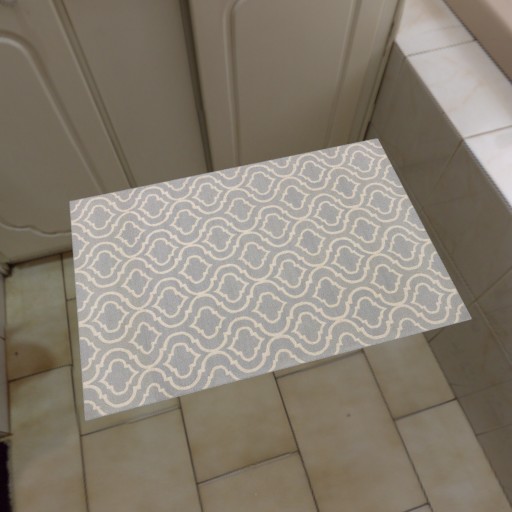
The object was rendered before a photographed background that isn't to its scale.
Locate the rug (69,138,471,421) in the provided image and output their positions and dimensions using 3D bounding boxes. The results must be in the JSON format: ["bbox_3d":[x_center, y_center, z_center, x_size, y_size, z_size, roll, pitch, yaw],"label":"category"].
[{"bbox_3d":[0.000,0.000,2.192,1.749,0.015,1.141,-13,63,-7],"label":"rug"}]
